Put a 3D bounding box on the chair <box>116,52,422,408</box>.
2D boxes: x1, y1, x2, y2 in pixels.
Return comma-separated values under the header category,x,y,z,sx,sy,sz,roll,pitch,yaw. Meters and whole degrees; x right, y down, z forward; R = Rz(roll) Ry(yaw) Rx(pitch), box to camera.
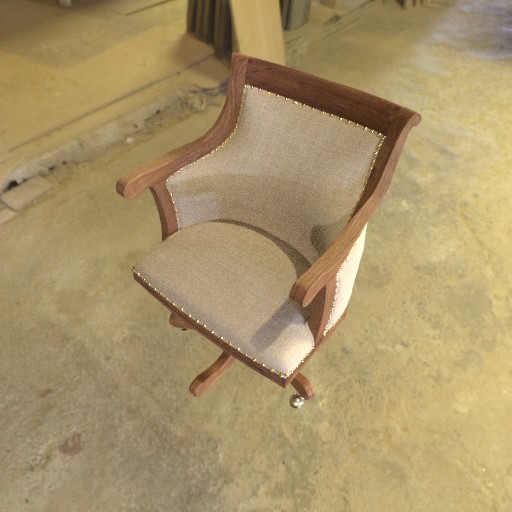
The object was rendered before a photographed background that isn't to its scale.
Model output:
category,x,y,z,sx,sy,sz,roll,pitch,yaw
chair,0.000,0.000,1.410,0.656,0.965,0.689,30,53,26
